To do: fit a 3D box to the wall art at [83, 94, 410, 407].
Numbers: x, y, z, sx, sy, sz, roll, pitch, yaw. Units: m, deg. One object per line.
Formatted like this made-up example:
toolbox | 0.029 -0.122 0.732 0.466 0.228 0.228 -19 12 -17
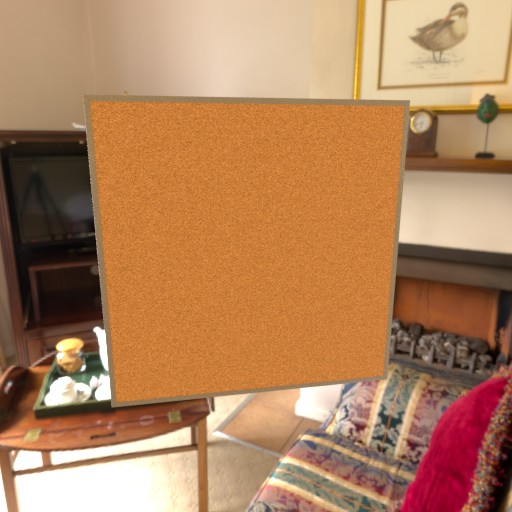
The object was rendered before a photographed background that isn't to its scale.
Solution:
wall art | 0.000 0.000 1.200 0.809 0.807 0.038 -3 15 -10
